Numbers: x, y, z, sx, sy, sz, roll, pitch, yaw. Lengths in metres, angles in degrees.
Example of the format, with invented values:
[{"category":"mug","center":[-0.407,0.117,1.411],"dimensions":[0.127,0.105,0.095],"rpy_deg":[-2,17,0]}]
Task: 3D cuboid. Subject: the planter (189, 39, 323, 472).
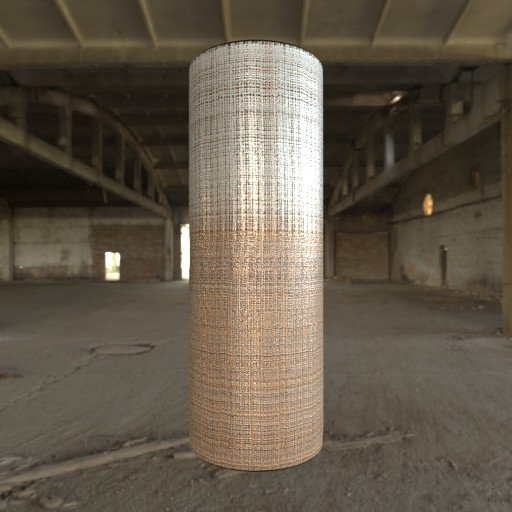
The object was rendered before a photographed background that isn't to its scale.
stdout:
[{"category":"planter","center":[0.000,0.000,0.331],"dimensions":[0.099,0.278,0.099],"rpy_deg":[0,0,0]}]
